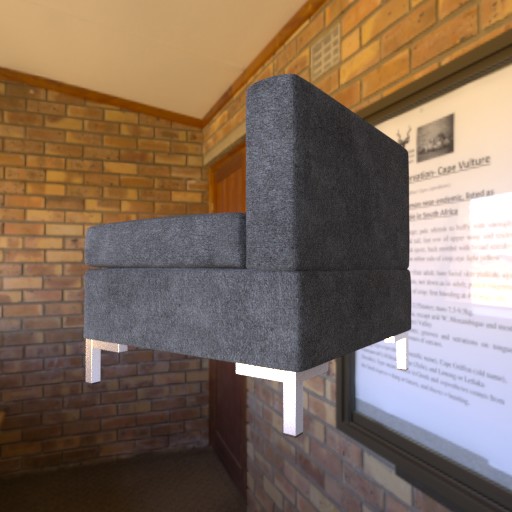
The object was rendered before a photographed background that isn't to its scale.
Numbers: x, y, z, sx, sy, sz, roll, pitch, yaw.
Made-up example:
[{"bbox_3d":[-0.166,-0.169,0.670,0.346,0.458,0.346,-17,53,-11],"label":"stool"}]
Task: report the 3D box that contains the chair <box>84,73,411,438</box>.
[{"bbox_3d":[0.000,0.000,1.239,0.680,0.660,0.680,-1,-2,36],"label":"chair"}]
